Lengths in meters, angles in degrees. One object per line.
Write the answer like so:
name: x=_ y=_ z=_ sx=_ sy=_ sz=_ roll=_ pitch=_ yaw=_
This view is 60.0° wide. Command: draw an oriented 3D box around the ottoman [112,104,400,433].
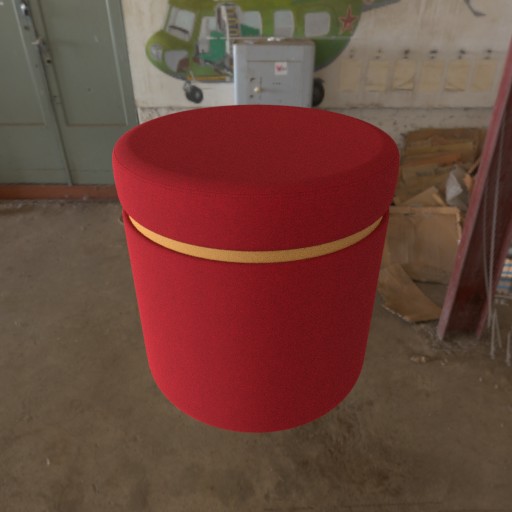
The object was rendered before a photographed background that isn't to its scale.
ottoman: x=0.000 y=0.000 z=0.733 sx=0.400 sy=0.406 sz=0.400 roll=0 pitch=32 yaw=0
